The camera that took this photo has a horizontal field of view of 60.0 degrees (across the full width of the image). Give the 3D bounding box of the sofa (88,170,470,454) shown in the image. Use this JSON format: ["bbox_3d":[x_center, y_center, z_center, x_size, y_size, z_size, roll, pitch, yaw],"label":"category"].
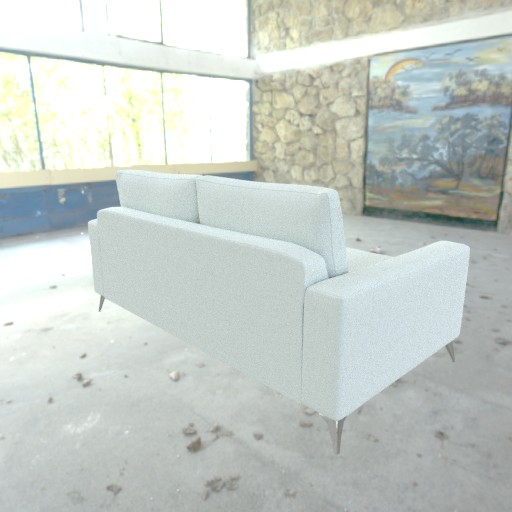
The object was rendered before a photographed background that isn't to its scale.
[{"bbox_3d":[0.000,0.000,2.111,0.920,0.790,1.650,-14,20,-42],"label":"sofa"}]
